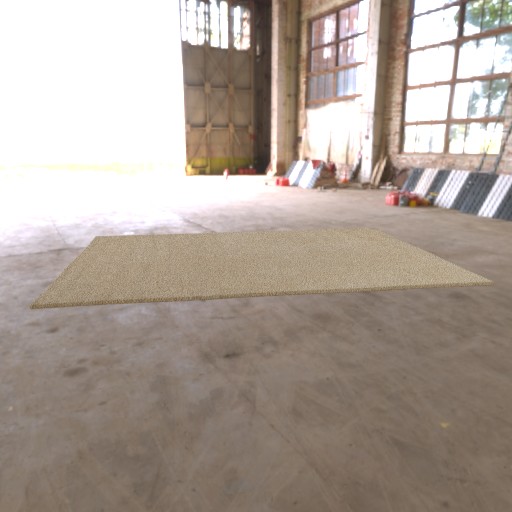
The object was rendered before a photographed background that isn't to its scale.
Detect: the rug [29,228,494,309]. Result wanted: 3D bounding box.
[{"bbox_3d":[0.000,0.000,3.400,2.699,0.025,1.800,-2,15,-8],"label":"rug"}]
